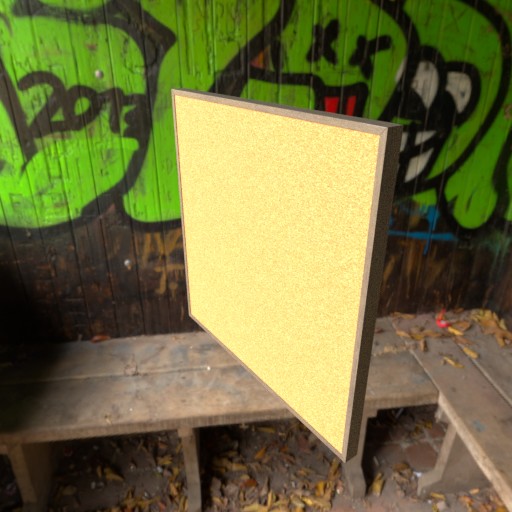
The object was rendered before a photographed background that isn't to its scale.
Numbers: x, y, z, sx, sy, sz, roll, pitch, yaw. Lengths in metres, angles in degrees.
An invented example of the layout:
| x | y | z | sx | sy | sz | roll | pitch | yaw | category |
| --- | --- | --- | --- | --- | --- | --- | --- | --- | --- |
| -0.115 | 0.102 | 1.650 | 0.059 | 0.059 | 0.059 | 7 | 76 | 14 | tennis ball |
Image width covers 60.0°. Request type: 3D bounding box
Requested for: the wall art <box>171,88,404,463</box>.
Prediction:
| x | y | z | sx | sy | sz | roll | pitch | yaw | category |
| --- | --- | --- | --- | --- | --- | --- | --- | --- | --- |
| 0.000 | 0.000 | 1.147 | 0.039 | 0.758 | 0.758 | -18 | 31 | -32 | wall art |
